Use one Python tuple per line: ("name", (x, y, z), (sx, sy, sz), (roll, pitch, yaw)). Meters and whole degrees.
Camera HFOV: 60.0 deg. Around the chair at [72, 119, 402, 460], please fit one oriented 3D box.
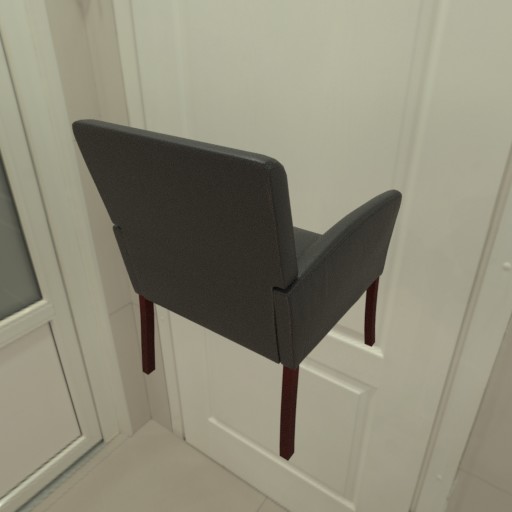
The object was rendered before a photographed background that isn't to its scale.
("chair", (0.000, 0.000, 1.477), (0.683, 0.951, 0.772), (19, 35, 31))
